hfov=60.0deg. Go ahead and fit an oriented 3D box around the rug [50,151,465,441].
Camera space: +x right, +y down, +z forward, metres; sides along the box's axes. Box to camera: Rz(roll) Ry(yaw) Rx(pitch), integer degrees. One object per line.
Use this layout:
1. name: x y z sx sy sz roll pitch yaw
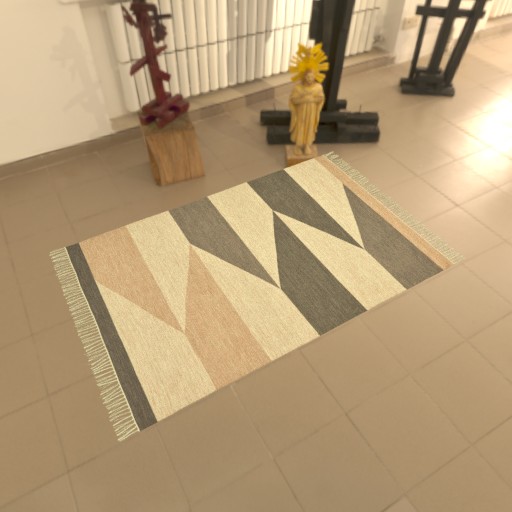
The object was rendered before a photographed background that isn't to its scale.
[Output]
1. rug: 0.000 0.000 2.494 2.021 0.027 1.224 -23 51 -20
